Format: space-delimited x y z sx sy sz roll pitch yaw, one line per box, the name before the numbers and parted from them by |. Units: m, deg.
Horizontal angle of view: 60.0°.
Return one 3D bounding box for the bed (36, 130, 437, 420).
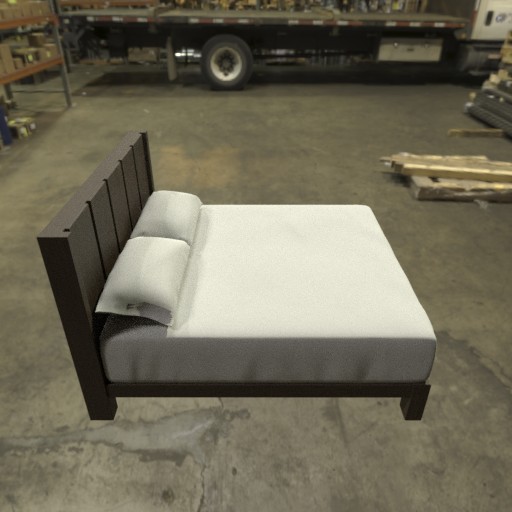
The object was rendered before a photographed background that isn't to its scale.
bed | 0.000 0.000 3.077 1.992 1.261 1.735 0 31 0
